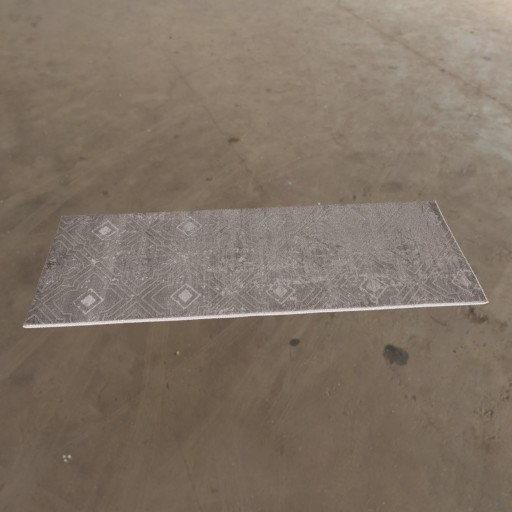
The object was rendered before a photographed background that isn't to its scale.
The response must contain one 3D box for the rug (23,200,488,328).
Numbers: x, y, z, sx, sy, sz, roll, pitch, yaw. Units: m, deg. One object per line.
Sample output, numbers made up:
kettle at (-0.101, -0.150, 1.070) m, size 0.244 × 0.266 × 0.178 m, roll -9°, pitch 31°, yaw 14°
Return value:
rug at (0.000, 0.000, 2.539) m, size 2.381 × 0.035 × 0.832 m, roll -3°, pitch 47°, yaw -3°
